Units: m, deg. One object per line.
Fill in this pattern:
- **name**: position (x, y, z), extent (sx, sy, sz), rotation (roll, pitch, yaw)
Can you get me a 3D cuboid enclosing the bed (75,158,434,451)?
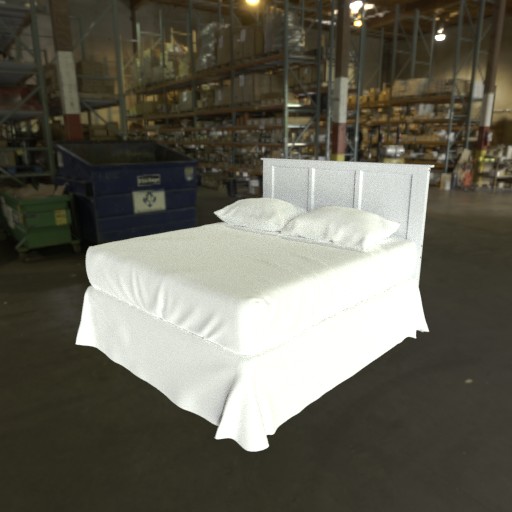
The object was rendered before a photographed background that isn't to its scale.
- **bed**: position (0.000, 0.000, 3.192), extent (1.876, 1.269, 2.047), rotation (14, 20, 42)
